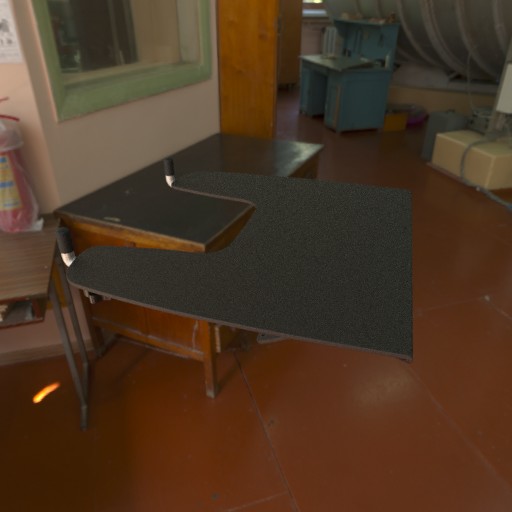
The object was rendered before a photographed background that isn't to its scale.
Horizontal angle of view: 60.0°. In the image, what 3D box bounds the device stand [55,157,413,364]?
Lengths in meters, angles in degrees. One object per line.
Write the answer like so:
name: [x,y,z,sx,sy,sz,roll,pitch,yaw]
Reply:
device stand: [0.000,0.000,0.353,0.230,0.092,0.230,9,31,14]
